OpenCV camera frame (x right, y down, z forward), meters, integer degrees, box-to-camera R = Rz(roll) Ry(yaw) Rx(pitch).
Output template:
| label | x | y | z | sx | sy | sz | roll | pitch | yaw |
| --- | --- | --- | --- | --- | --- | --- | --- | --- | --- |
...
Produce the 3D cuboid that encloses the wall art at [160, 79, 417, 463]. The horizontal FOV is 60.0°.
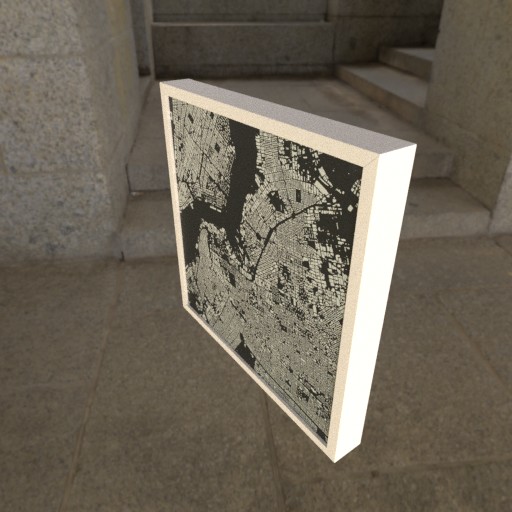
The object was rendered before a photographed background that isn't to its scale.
| label | x | y | z | sx | sy | sz | roll | pitch | yaw |
| --- | --- | --- | --- | --- | --- | --- | --- | --- | --- |
| wall art | 0.000 | 0.000 | 0.463 | 0.037 | 0.305 | 0.305 | -21 | 37 | -30 |
